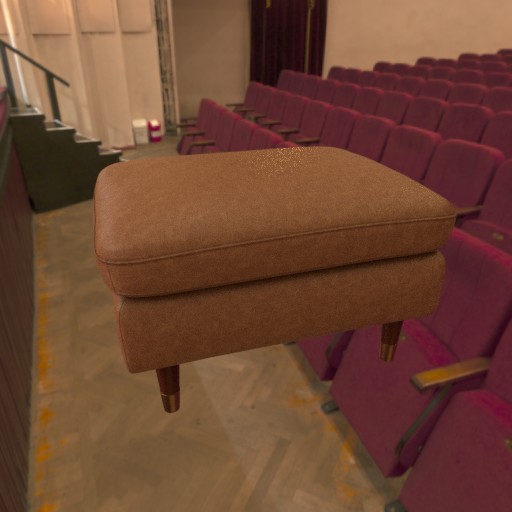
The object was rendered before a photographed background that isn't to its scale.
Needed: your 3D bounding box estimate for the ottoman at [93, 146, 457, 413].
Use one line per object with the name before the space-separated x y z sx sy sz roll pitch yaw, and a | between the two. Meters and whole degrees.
ottoman | 0.000 0.000 1.135 0.747 0.478 0.593 -8 28 -16
